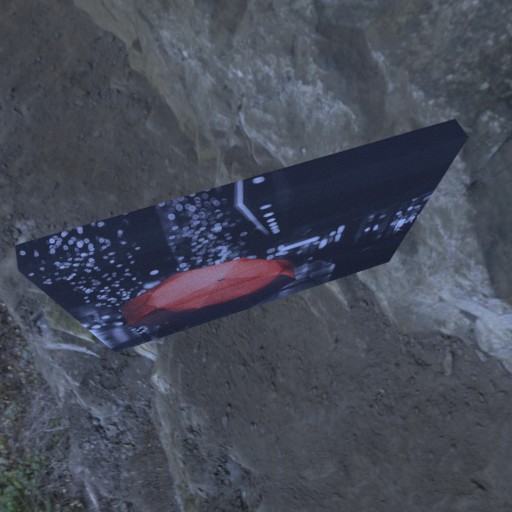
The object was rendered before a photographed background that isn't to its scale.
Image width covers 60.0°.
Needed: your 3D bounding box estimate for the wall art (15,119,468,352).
[{"bbox_3d":[0.000,0.000,0.756,0.609,0.406,0.037,-17,65,-8],"label":"wall art"}]
